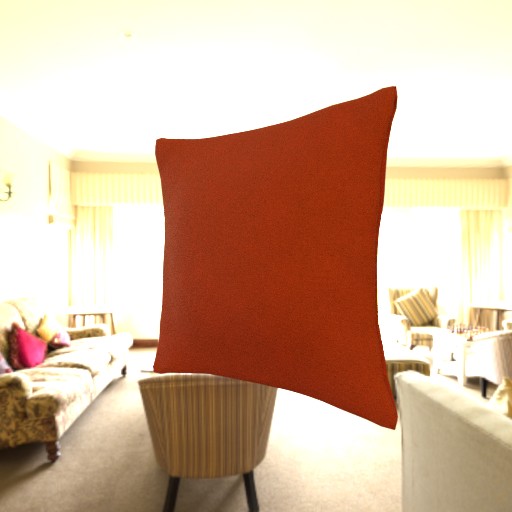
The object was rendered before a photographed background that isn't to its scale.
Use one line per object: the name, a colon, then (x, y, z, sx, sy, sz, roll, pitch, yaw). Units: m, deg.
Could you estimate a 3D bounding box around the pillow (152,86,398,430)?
pillow: (0.000, 0.000, 0.666, 0.435, 0.416, 0.151, 0, 0, 36)
